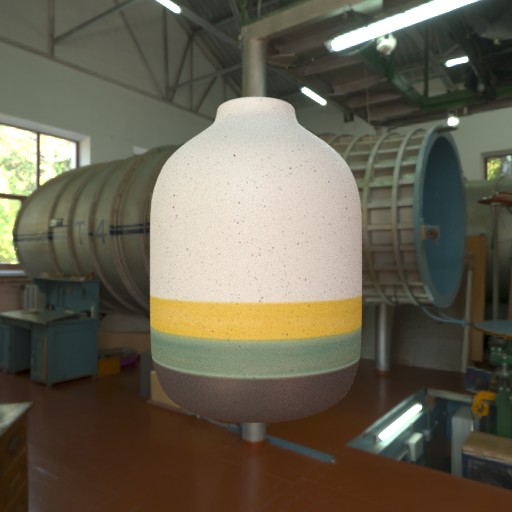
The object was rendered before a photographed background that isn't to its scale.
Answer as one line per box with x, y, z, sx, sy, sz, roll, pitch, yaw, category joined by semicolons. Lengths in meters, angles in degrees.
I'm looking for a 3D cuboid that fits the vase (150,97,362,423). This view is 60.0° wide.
0.000;0.000;0.364;0.169;0.240;0.169;0;0;0;vase
